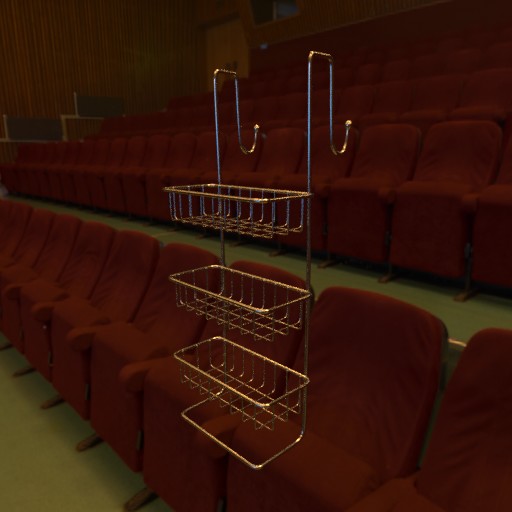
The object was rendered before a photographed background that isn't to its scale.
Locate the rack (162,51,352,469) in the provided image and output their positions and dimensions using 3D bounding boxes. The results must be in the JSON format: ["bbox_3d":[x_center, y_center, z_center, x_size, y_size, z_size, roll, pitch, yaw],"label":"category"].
[{"bbox_3d":[0.000,0.000,0.699,0.202,0.574,0.228,-13,19,-43],"label":"rack"}]
